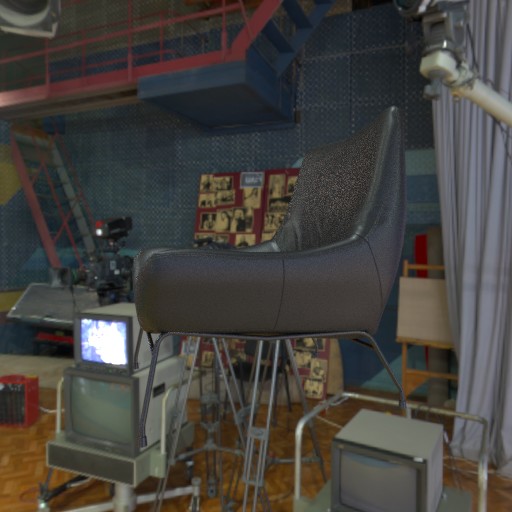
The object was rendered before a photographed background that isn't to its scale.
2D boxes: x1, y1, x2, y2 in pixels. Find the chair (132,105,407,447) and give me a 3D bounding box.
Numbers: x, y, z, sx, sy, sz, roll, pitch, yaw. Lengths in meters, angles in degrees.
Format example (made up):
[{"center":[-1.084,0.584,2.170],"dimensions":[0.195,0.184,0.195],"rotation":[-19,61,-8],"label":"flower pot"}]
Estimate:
[{"center":[0.000,0.000,1.550],"dimensions":[0.826,0.922,0.836],"rotation":[0,2,-16],"label":"chair"}]
